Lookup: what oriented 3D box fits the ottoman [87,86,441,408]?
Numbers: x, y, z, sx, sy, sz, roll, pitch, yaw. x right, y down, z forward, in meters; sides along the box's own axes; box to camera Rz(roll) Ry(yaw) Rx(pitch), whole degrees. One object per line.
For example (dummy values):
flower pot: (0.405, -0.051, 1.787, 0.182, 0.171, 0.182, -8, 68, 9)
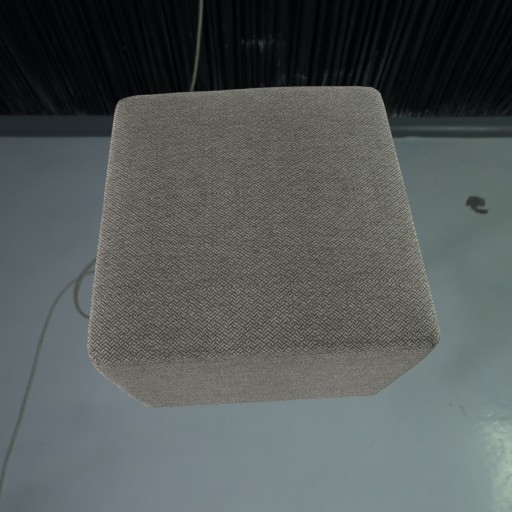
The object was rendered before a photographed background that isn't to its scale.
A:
ottoman: (0.000, 0.000, 0.898, 0.512, 0.453, 0.519, -3, 63, -1)
